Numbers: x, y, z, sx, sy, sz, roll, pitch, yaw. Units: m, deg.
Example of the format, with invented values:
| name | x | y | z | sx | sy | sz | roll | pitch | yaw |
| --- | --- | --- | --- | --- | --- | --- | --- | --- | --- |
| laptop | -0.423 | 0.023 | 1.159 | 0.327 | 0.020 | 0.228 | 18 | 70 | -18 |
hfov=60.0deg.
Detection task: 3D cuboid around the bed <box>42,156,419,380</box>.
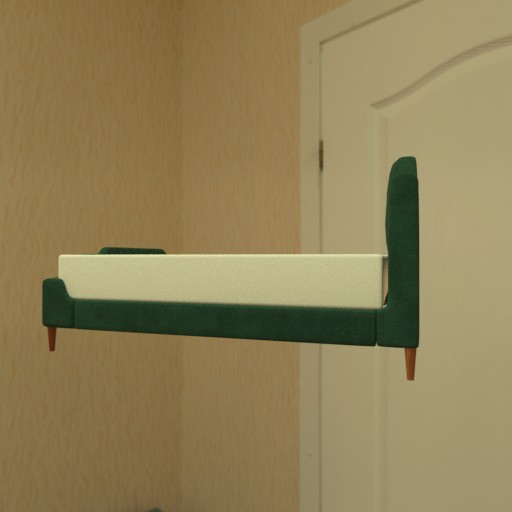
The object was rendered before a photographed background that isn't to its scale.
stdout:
| name | x | y | z | sx | sy | sz | roll | pitch | yaw |
| --- | --- | --- | --- | --- | --- | --- | --- | --- | --- |
| bed | 0.000 | 0.000 | 3.514 | 2.340 | 1.245 | 2.074 | 0 | 0 | 18 |
